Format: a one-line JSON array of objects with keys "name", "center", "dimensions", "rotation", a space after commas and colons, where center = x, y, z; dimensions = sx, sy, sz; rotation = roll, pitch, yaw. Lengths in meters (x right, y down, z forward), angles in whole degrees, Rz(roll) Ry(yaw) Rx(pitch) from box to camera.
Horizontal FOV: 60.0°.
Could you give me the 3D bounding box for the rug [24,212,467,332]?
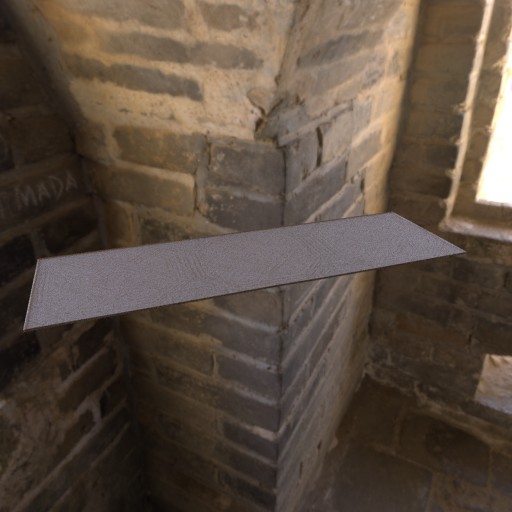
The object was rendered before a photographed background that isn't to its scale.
[{"name": "rug", "center": [0.000, 0.000, 2.655], "dimensions": [2.452, 0.012, 0.775], "rotation": [-9, 27, -17]}]
